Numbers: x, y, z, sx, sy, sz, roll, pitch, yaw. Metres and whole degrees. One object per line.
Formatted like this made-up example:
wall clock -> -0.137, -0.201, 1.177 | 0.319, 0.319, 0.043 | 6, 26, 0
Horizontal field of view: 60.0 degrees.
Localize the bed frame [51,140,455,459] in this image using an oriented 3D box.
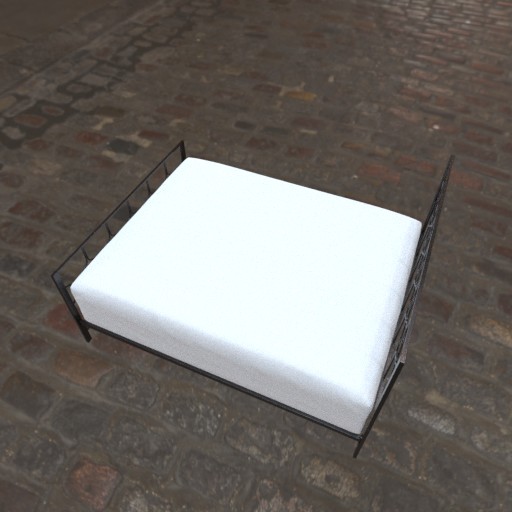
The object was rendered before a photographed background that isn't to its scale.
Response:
bed frame -> 0.000, 0.000, 3.066 | 2.063, 1.222, 1.597 | 18, 51, 16
